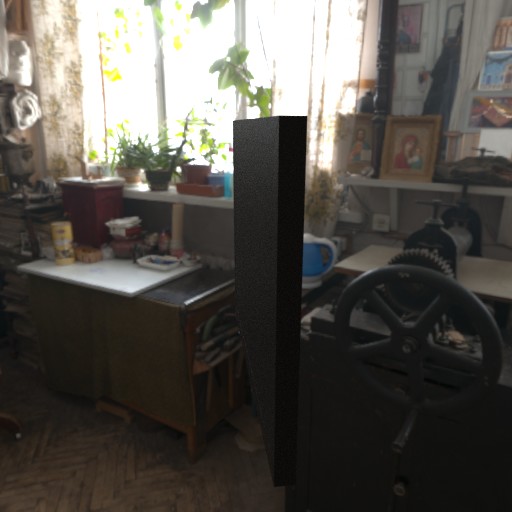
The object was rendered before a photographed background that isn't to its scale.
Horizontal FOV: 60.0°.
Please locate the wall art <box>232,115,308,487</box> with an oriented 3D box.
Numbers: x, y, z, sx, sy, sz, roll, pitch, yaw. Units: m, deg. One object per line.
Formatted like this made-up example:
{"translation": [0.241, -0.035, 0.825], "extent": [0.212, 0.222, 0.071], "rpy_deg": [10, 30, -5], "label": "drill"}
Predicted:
{"translation": [0.000, 0.000, 0.773], "extent": [0.029, 0.457, 0.558], "rpy_deg": [-2, 17, -7], "label": "wall art"}
